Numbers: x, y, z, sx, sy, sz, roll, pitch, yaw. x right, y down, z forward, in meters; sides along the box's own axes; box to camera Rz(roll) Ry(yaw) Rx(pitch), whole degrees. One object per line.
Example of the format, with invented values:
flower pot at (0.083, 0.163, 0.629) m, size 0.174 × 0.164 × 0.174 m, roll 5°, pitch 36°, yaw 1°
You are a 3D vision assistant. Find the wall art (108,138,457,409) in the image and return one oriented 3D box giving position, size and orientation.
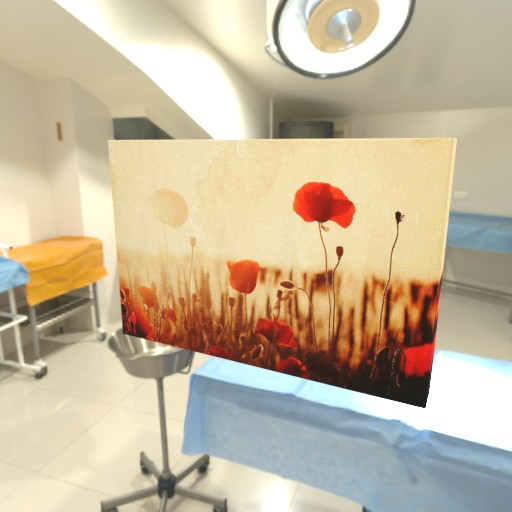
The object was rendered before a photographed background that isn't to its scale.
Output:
wall art at (0.000, 0.000, 0.493) m, size 0.383 × 0.251 × 0.037 m, roll 7°, pitch 16°, yaw 26°
